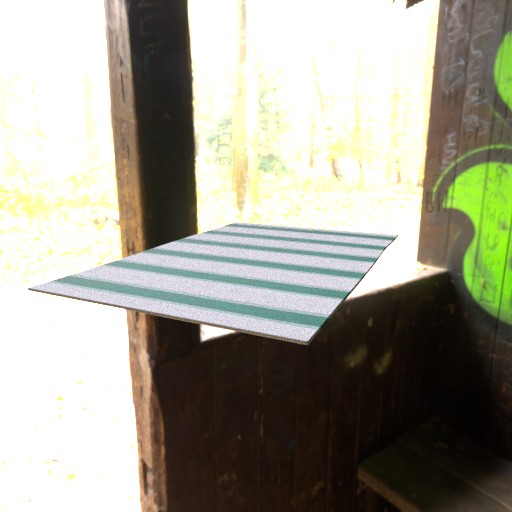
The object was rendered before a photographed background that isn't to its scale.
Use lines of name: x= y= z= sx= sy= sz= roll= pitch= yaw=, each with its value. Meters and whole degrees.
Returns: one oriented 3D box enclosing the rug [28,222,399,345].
rug: x=0.000 y=0.000 z=2.364 sx=1.210 sy=0.012 sz=1.829 roll=6 pitch=15 yaw=25
